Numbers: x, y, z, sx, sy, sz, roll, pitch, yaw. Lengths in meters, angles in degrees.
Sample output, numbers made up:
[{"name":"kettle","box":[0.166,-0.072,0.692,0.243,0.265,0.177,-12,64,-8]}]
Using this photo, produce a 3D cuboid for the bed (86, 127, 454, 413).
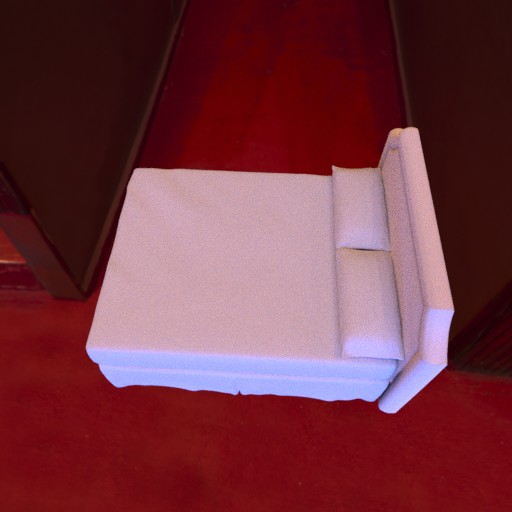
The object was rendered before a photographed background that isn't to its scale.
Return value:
[{"name":"bed","box":[0.000,0.000,3.222,2.164,1.297,1.828,3,58,2]}]
